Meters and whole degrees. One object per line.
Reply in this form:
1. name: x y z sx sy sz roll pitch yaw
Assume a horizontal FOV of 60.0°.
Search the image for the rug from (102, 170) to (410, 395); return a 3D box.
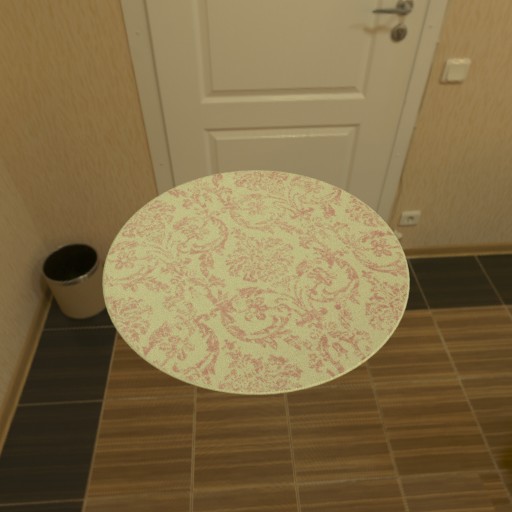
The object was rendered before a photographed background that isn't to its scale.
1. rug: 0.000 0.000 2.366 1.593 0.012 1.593 0 45 0
